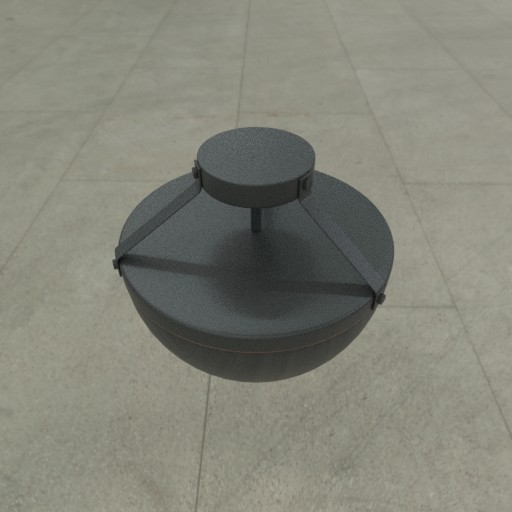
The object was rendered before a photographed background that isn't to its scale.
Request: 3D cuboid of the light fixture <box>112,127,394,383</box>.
[{"bbox_3d":[0.000,0.000,0.523,0.304,0.269,0.304,0,42,0],"label":"light fixture"}]
